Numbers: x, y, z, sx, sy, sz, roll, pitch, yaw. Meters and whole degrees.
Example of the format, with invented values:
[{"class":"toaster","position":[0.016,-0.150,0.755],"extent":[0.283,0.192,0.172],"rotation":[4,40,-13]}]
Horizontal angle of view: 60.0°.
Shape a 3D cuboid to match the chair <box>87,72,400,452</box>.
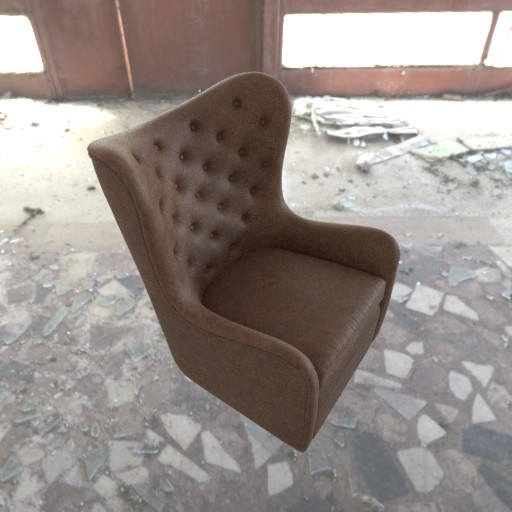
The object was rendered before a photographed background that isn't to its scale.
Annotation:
[{"class":"chair","position":[0.000,0.000,1.714],"extent":[0.930,1.079,0.831],"rotation":[24,46,25]}]
